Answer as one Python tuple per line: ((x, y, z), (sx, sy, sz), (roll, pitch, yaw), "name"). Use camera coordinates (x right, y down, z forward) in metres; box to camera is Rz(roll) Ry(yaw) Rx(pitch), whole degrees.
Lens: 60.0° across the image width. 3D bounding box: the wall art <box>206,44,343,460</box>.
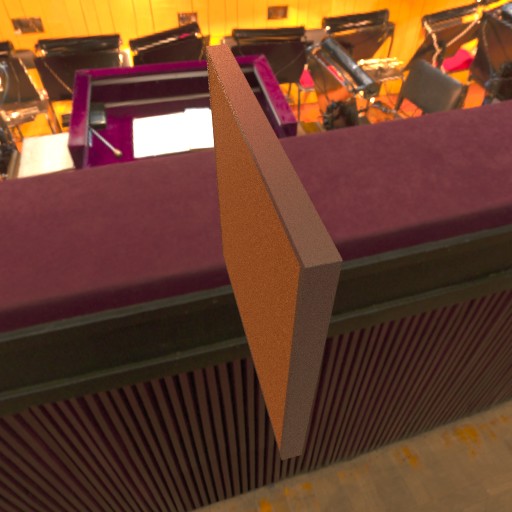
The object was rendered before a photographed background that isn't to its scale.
((0.000, 0.000, 0.521), (0.028, 0.349, 0.349), (-11, 48, -10), "wall art")
